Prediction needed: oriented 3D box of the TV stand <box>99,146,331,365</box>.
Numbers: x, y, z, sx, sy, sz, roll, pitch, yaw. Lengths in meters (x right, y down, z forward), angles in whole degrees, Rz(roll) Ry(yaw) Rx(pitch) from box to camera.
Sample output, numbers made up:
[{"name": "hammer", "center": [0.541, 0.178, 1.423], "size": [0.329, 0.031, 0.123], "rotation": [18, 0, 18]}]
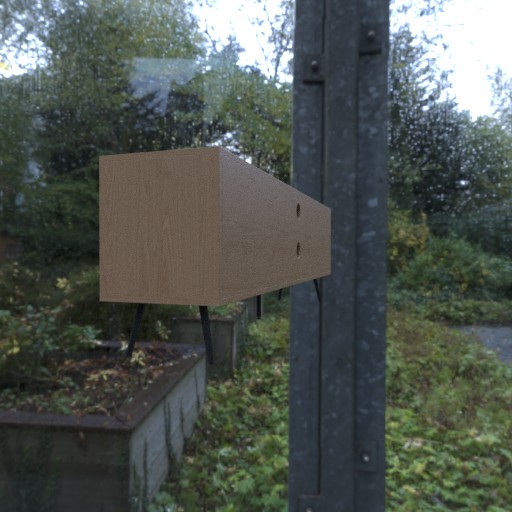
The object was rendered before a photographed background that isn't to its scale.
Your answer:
[{"name": "TV stand", "center": [0.000, 0.000, 2.038], "size": [0.400, 0.580, 1.760], "rotation": [0, 1, 19]}]
